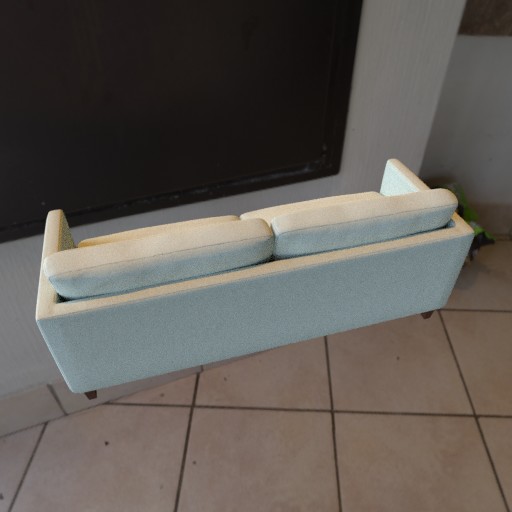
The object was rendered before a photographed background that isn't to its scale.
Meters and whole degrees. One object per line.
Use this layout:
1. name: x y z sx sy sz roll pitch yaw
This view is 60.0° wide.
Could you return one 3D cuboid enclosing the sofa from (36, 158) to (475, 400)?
1. sofa: 0.000 0.000 2.829 2.434 0.965 0.948 -11 42 -12
